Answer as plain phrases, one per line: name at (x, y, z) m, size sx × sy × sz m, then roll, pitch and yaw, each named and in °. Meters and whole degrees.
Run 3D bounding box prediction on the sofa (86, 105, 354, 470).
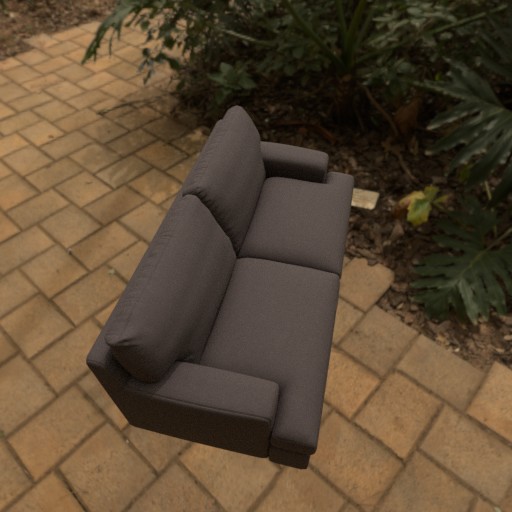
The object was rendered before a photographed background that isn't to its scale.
sofa at (0.000, 0.000, 2.906) m, size 1.140 × 0.950 × 2.271 m, roll 10°, pitch 48°, yaw 9°
